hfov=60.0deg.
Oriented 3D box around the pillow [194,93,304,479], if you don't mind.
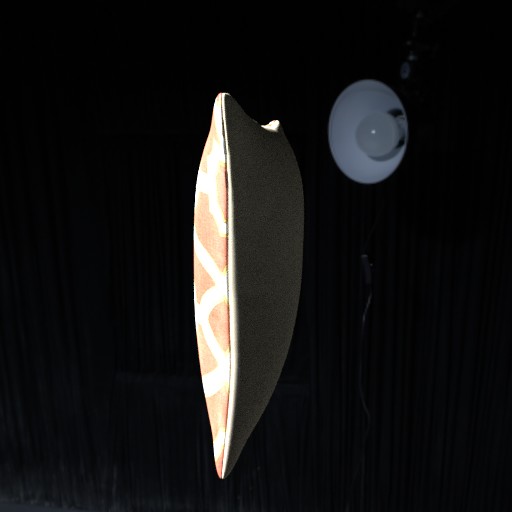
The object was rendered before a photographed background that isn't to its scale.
[{"bbox_3d":[0.000,0.000,0.816,0.166,0.508,0.552,2,14,9],"label":"pillow"}]
